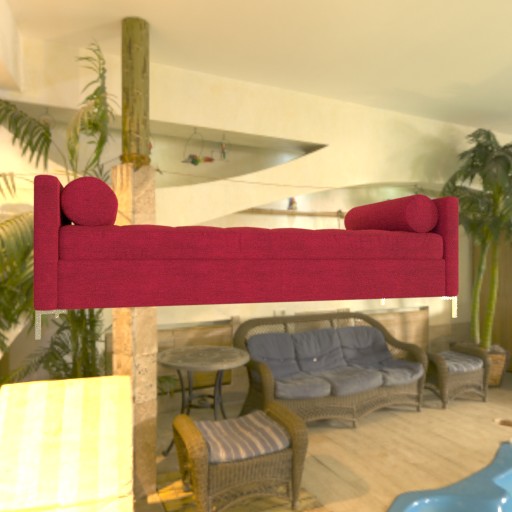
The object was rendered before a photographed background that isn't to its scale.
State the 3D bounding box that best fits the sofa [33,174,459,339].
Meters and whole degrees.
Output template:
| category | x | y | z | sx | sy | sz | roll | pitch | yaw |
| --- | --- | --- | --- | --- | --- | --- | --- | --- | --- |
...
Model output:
| category | x | y | z | sx | sy | sz | roll | pitch | yaw |
| --- | --- | --- | --- | --- | --- | --- | --- | --- | --- |
| sofa | 0.000 | 0.000 | 2.288 | 1.981 | 0.635 | 0.686 | 0 | 0 | -18 |
